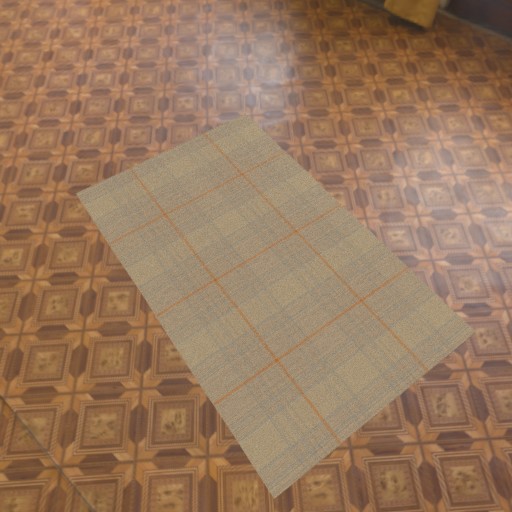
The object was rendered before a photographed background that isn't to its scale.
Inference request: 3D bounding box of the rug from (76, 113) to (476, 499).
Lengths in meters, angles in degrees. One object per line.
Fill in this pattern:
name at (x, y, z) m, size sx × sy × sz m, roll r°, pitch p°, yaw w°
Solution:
rug at (0.000, 0.000, 2.977) m, size 1.527 × 0.016 × 2.442 m, roll -31°, pitch 62°, yaw -18°
